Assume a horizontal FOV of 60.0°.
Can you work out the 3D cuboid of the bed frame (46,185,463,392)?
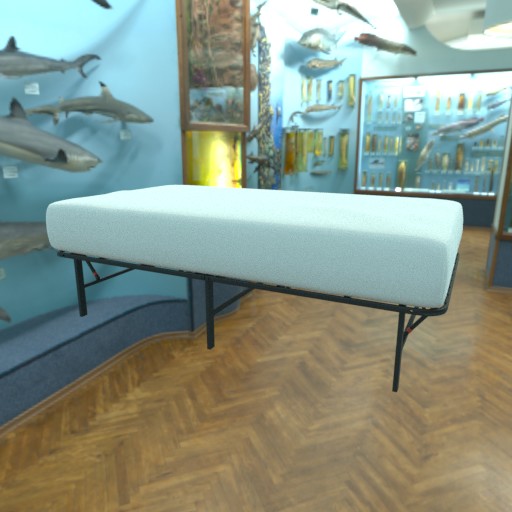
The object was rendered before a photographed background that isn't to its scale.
[{"bbox_3d":[0.000,0.000,2.318,1.908,0.640,1.025,7,16,26],"label":"bed frame"}]
